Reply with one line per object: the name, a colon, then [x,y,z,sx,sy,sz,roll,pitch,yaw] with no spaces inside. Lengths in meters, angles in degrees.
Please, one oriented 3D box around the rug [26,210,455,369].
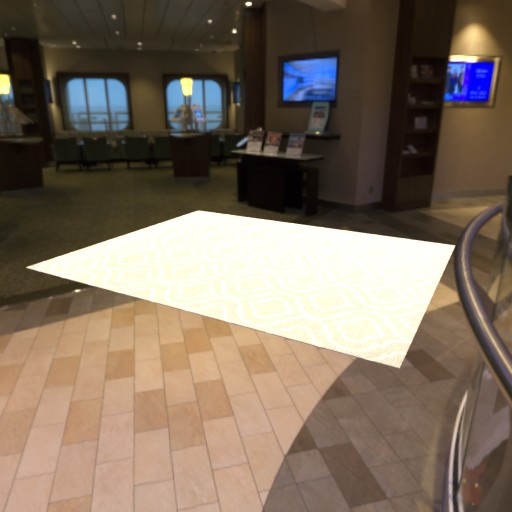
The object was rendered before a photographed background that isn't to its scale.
rug: [0.000,0.000,3.778,2.892,0.006,2.283,10,21,28]
